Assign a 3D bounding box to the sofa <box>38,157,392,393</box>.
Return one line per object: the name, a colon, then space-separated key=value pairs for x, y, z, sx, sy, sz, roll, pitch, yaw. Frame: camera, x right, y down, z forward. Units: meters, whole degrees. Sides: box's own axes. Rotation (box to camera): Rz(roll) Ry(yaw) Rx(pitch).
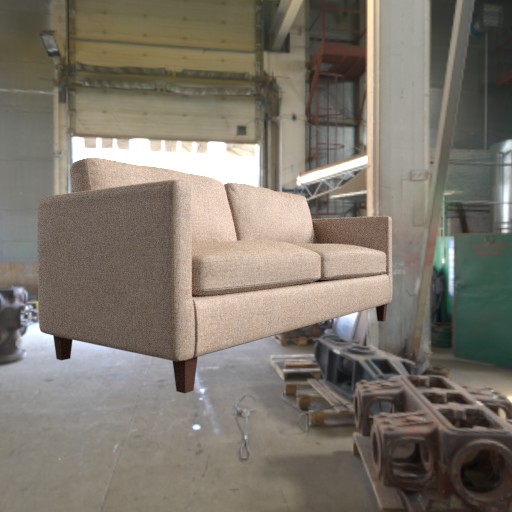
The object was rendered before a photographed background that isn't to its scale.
sofa: x=0.000 y=0.000 z=2.665 sx=0.951 sy=0.965 sz=2.208 roll=1 pitch=1 yaw=36
